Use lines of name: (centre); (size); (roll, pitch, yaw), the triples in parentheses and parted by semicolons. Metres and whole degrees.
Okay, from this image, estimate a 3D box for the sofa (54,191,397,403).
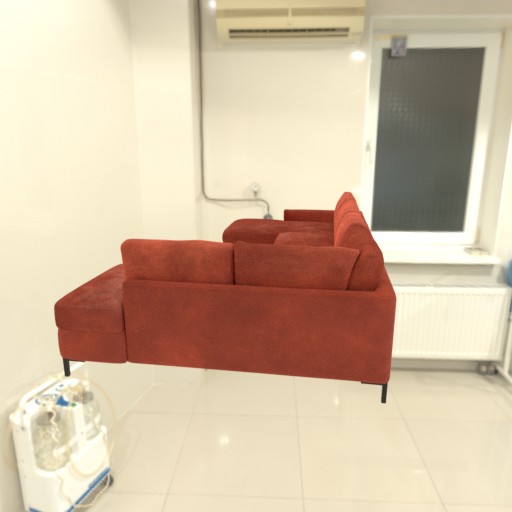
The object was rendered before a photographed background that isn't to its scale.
sofa: (0.000, 0.000, 3.857); (1.981, 0.858, 2.971); (2, 15, 9)
